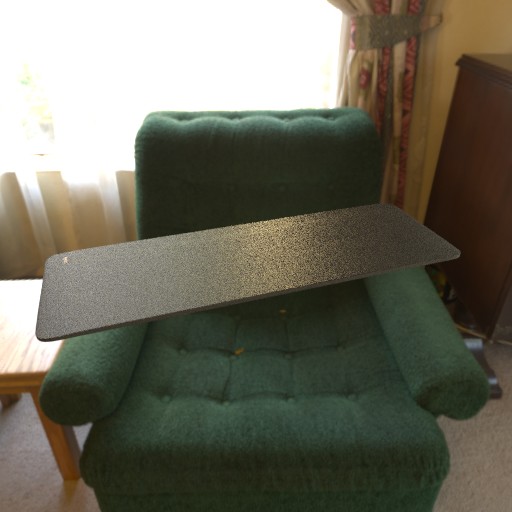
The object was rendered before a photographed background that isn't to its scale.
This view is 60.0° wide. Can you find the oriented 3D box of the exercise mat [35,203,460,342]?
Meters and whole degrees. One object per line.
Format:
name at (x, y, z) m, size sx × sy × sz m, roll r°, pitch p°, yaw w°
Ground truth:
exercise mat at (0.000, 0.000, 2.072) m, size 1.869 × 0.021 × 0.616 m, roll -10°, pitch 33°, yaw -16°
